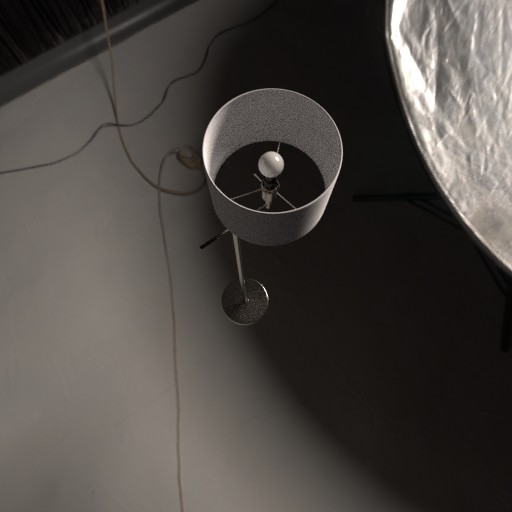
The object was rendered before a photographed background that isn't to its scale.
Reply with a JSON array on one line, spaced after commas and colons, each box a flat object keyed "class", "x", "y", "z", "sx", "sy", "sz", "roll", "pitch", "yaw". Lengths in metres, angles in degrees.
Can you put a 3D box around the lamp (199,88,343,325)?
[{"class": "lamp", "x": 0.000, "y": 0.000, "z": 1.777, "sx": 0.416, "sy": 1.600, "sz": 0.324, "roll": -35, "pitch": 77, "yaw": -9}]
